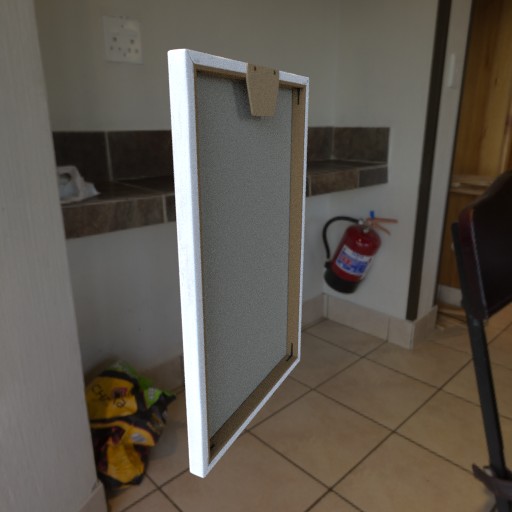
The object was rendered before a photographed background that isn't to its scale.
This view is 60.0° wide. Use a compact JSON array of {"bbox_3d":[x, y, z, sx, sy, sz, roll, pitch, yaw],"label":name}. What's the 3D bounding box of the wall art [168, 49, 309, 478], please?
[{"bbox_3d":[0.000,0.000,1.161,0.048,0.916,0.602,9,19,26],"label":"wall art"}]
